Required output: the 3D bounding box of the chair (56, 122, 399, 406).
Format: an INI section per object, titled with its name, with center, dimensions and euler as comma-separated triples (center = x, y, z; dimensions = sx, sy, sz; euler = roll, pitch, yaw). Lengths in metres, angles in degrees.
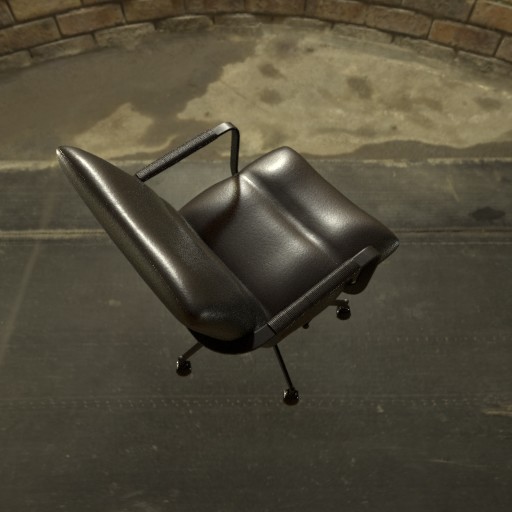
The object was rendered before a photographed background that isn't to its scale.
[chair]
center = 0.000, 0.000, 1.391
dimensions = 0.748, 0.922, 0.719
euler = -34, 63, -20
